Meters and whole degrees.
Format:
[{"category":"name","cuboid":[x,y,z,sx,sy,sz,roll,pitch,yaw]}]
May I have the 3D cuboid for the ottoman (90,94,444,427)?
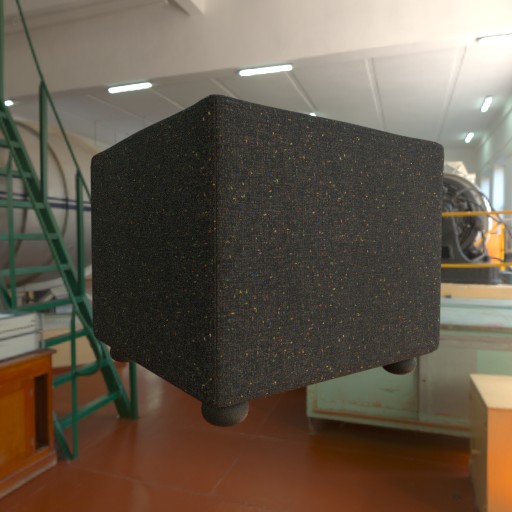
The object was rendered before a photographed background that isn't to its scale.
[{"category":"ottoman","cuboid":[0.000,0.000,0.862,0.508,0.432,0.508,-2,3,-36]}]
